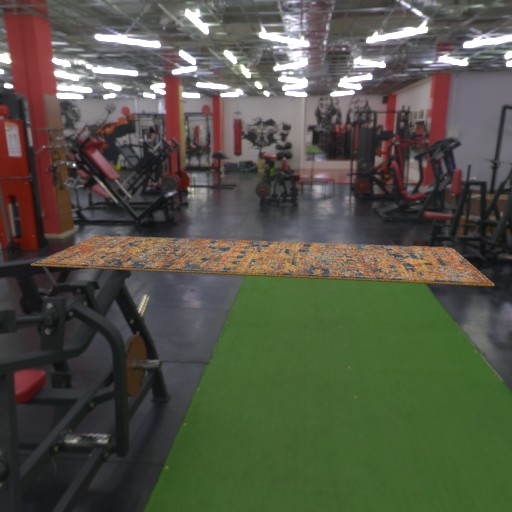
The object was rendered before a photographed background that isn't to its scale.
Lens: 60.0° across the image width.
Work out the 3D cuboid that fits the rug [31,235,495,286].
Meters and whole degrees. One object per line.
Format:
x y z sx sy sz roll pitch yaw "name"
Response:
0.000 0.000 1.983 1.820 0.013 0.556 2 15 8 "rug"
